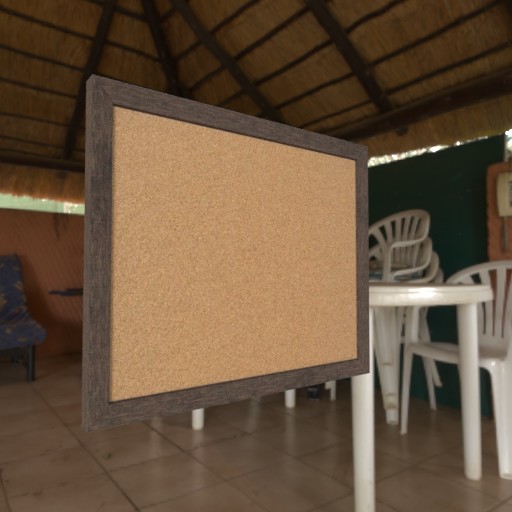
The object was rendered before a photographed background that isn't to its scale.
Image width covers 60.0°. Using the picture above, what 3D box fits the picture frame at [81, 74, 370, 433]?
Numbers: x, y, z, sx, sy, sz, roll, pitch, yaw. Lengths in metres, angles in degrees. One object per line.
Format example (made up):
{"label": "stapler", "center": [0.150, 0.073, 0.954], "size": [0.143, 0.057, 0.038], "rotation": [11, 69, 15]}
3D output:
{"label": "picture frame", "center": [0.000, 0.000, 0.736], "size": [0.546, 0.455, 0.026], "rotation": [2, -3, -37]}
